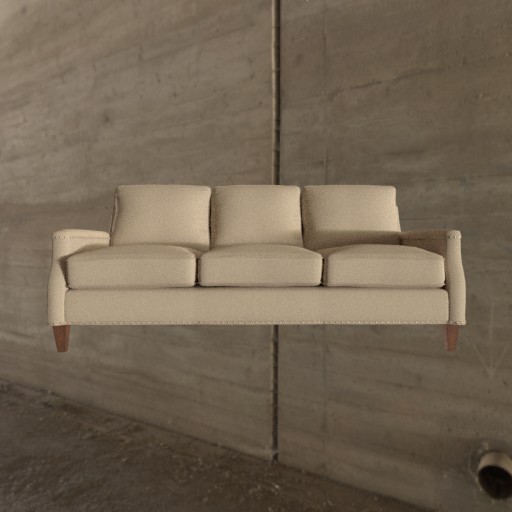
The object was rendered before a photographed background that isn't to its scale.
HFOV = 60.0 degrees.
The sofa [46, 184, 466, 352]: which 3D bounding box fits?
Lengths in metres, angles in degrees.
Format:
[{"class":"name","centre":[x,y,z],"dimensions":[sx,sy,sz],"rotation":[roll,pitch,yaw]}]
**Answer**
[{"class":"sofa","centre":[0.000,0.000,2.862],"dimensions":[2.246,1.003,1.084],"rotation":[0,2,-1]}]
